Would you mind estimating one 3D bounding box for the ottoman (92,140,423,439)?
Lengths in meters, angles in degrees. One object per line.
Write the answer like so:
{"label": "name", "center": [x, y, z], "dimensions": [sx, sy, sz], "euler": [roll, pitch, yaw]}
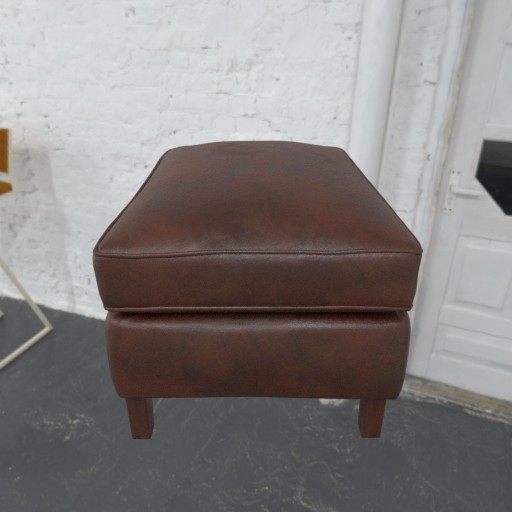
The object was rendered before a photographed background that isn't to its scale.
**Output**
{"label": "ottoman", "center": [0.000, 0.000, 0.958], "dimensions": [0.501, 0.432, 0.665], "euler": [0, 26, 0]}
